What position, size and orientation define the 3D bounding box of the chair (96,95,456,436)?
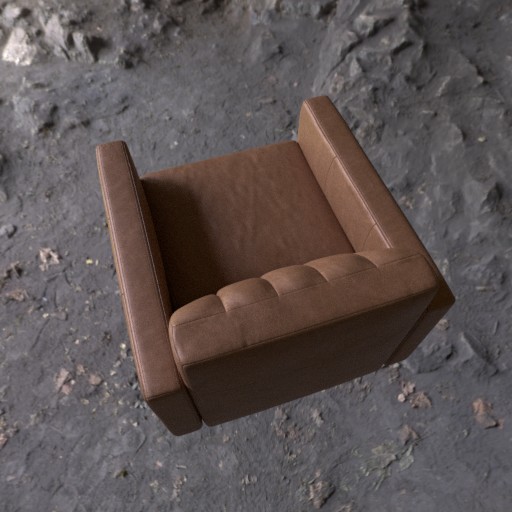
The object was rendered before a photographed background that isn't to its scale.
[{"bbox_3d":[0.000,0.000,1.625,0.953,0.819,0.998,-16,59,-10],"label":"chair"}]
